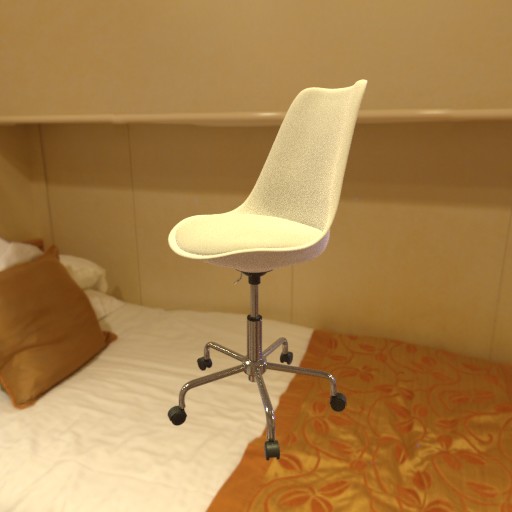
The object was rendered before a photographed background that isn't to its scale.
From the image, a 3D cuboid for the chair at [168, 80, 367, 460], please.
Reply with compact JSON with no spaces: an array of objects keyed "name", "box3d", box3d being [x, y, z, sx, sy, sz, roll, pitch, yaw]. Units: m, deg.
[{"name":"chair","box3d":[0.000,0.000,1.252,0.550,0.930,0.550,-7,17,-25]}]
